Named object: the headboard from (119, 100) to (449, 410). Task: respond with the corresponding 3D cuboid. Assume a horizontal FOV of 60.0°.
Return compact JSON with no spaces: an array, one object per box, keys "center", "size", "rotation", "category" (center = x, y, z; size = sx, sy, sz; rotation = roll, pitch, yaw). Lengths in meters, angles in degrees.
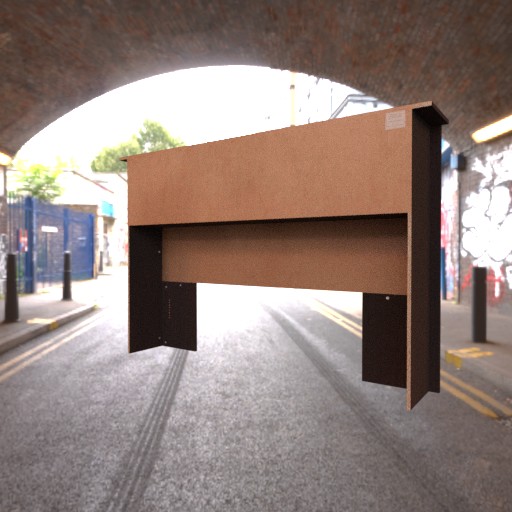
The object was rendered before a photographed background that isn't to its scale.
[{"center":[0.000,0.000,2.131],"size":[1.671,1.092,0.279],"rotation":[1,1,35],"category":"headboard"}]
